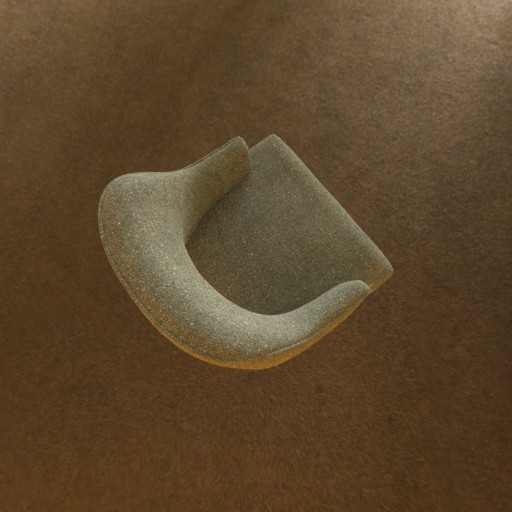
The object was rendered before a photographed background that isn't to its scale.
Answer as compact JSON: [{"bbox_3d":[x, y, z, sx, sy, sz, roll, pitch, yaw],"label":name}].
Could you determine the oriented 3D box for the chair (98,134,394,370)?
[{"bbox_3d":[0.000,0.000,1.313,0.629,0.875,0.608,-37,78,-9],"label":"chair"}]
